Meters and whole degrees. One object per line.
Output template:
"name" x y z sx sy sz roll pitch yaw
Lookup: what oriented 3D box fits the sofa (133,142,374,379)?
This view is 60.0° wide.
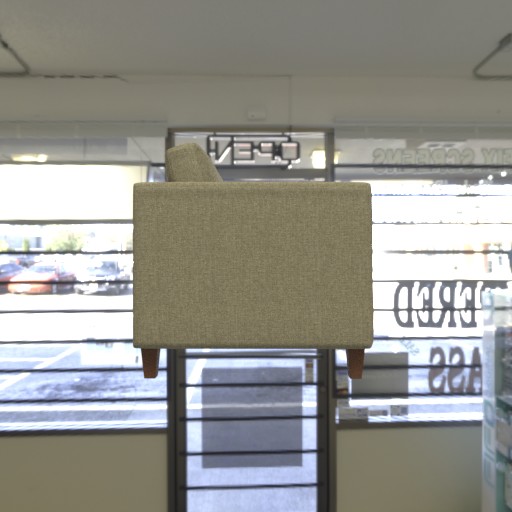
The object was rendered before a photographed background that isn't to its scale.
"sofa" 0.000 0.000 2.760 0.956 0.960 2.208 0 0 0
